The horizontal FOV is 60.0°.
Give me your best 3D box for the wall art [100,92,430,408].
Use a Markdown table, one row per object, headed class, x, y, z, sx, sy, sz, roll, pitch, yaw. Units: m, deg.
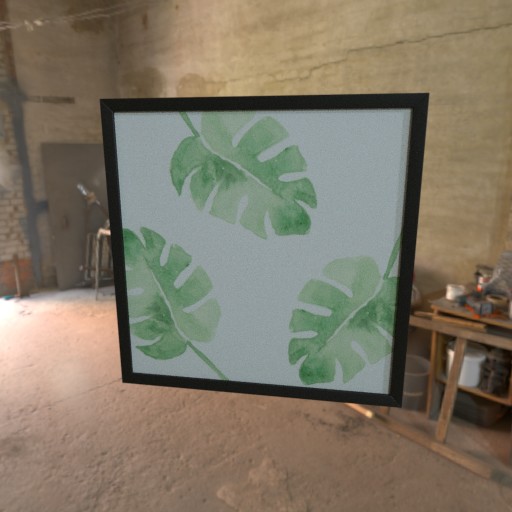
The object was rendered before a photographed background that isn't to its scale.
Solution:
| class | x | y | z | sx | sy | sz | roll | pitch | yaw |
| --- | --- | --- | --- | --- | --- | --- | --- | --- | --- |
| wall art | 0.000 | 0.000 | 1.126 | 0.765 | 0.765 | 0.038 | 2 | 14 | 9 |
